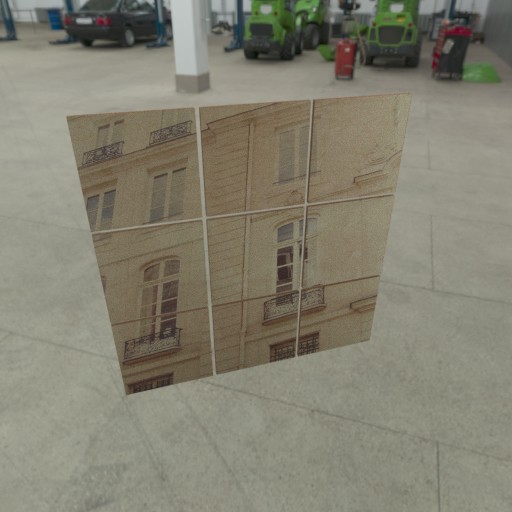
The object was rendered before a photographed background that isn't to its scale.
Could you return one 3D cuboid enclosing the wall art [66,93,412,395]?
[{"bbox_3d":[0.000,0.000,1.371,0.915,0.913,0.018,-9,32,-15],"label":"wall art"}]
